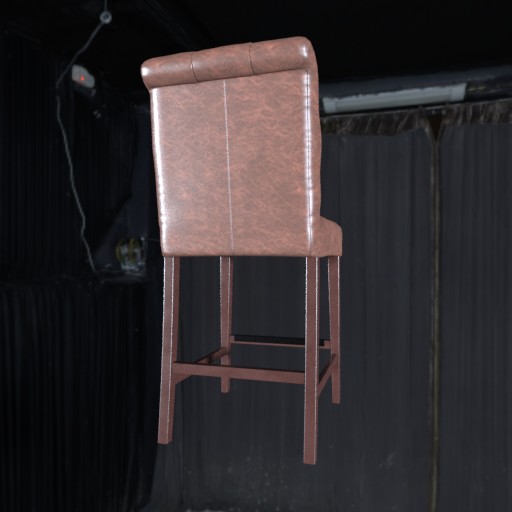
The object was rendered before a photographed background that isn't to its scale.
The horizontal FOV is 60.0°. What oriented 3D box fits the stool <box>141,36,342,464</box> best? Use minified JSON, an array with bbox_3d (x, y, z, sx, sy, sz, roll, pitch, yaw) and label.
[{"bbox_3d":[0.000,0.000,1.431,0.486,1.084,0.660,0,0,17],"label":"stool"}]
